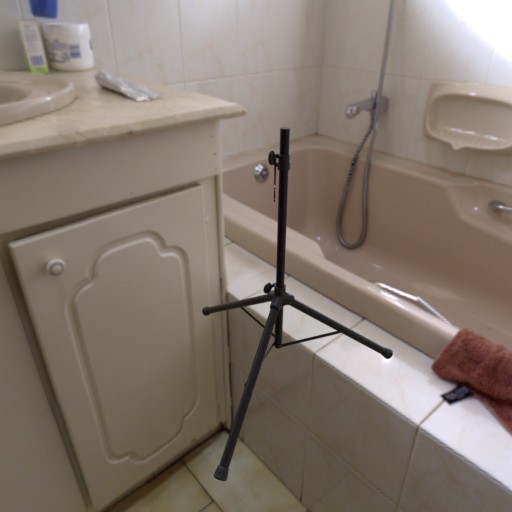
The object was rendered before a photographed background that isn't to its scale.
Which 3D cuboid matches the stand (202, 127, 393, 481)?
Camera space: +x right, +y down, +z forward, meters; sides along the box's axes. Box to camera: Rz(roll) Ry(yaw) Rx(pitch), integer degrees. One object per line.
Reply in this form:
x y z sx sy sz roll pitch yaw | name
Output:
0.000 0.000 1.886 1.045 1.136 0.907 -21 36 -33 | stand
